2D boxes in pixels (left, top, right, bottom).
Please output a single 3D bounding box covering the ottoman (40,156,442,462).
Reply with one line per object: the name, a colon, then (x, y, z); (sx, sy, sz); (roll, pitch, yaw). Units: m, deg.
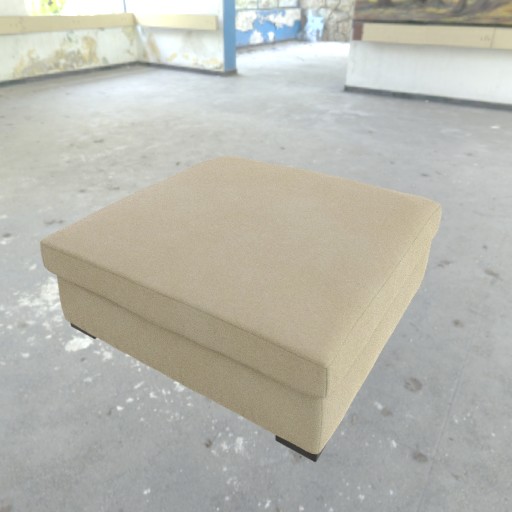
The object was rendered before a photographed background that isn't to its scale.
ottoman: (0.000, 0.000, 1.862); (1.205, 0.522, 1.190); (18, 35, 28)
